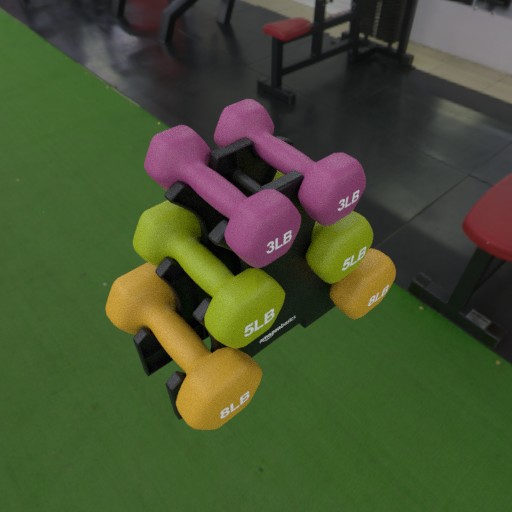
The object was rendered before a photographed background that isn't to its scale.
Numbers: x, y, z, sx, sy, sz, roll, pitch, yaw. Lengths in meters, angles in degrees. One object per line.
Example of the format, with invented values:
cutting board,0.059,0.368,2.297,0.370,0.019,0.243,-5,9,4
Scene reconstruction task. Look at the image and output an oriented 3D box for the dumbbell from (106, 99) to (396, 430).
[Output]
dumbbell,0.000,0.000,0.473,0.300,0.271,0.190,-31,54,-26
